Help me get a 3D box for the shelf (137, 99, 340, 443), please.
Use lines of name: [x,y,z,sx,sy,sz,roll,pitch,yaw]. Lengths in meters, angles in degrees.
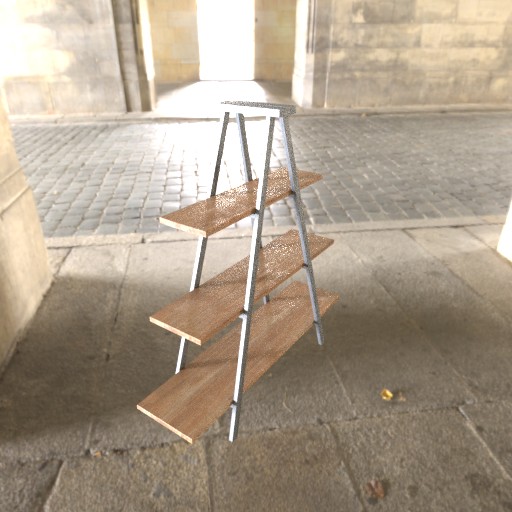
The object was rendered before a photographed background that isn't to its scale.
shelf: [0.000,0.000,2.755,0.508,1.808,1.746,18,31,31]
